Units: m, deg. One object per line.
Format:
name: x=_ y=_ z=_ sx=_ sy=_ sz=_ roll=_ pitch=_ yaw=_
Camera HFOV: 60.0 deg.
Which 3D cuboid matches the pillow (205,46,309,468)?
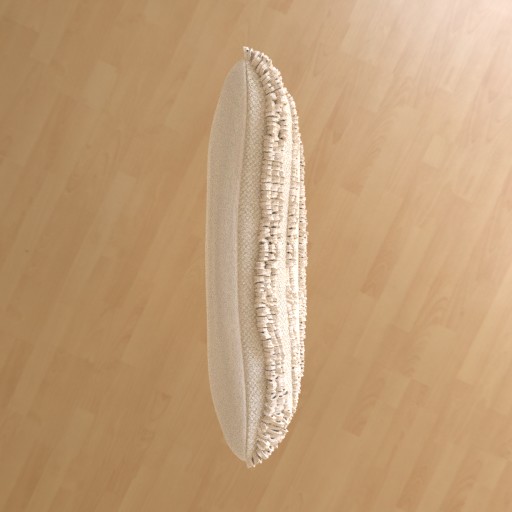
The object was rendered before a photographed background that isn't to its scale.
pillow: x=0.000 y=0.000 z=0.654 sx=0.145 sy=0.427 sz=0.437 roll=0 pitch=91 yaw=-1
